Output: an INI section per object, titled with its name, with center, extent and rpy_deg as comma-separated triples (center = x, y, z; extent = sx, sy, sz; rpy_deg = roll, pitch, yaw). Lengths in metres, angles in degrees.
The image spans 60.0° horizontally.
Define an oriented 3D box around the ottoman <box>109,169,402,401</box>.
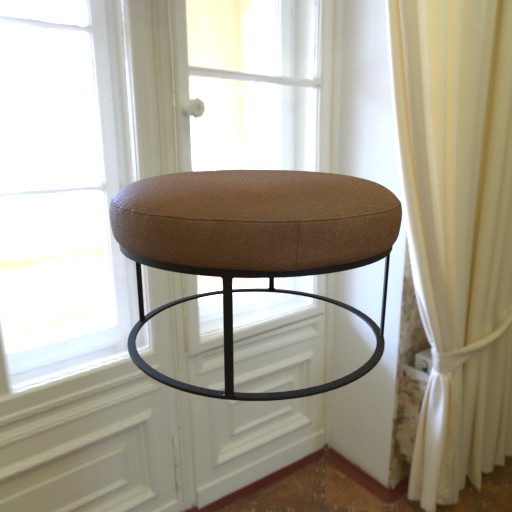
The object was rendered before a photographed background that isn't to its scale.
[ottoman]
center = 0.000, 0.000, 1.259
extent = 0.771, 0.460, 0.771
rpy_deg = 0, 15, 0
